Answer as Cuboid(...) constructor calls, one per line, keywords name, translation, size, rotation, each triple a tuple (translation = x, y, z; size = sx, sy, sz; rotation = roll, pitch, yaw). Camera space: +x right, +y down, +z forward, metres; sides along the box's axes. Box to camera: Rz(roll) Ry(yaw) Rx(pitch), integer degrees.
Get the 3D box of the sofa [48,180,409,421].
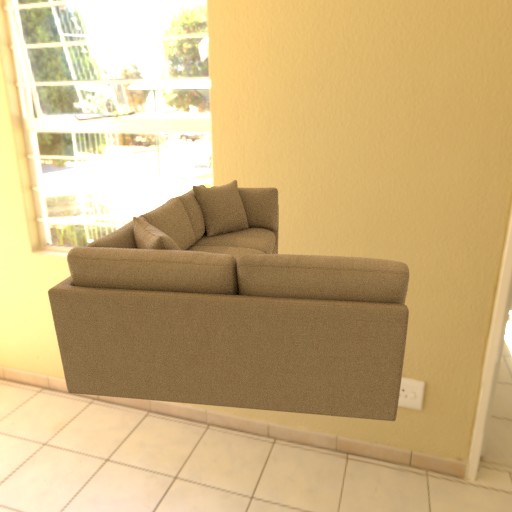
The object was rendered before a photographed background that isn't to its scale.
Cuboid(name="sofa", translation=(0.000, 0.000, 3.792), size=(1.994, 0.978, 2.896), rotation=(2, 17, 8))
